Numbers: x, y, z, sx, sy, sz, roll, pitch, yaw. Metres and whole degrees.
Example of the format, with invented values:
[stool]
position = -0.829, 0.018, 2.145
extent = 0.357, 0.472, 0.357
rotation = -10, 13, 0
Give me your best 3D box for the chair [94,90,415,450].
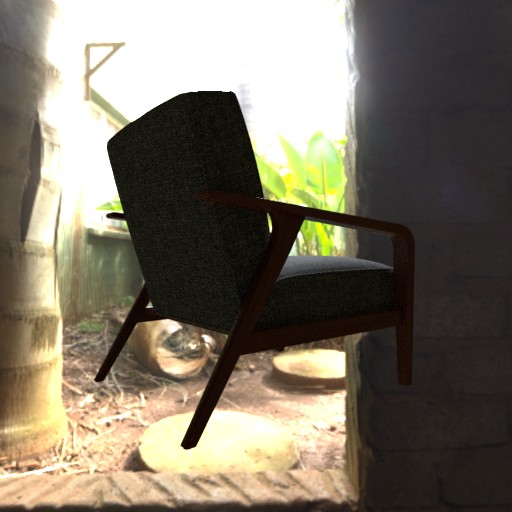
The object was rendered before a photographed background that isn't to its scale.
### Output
[chair]
position = 0.000, 0.000, 1.519
extent = 0.889, 0.864, 0.719
rotation = 0, 0, -36
